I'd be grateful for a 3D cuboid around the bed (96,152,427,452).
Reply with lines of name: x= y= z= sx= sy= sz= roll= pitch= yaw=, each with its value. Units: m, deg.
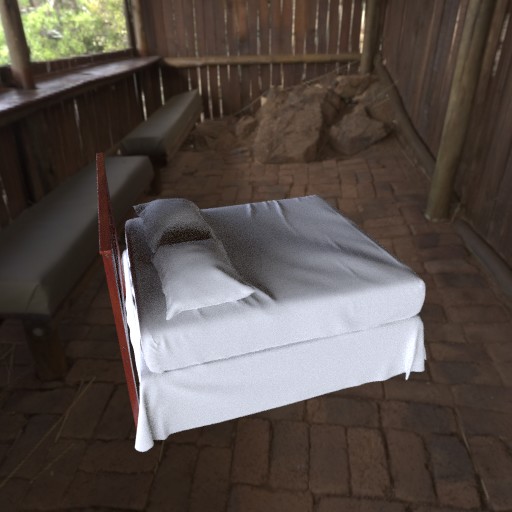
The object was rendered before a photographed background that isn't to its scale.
bed: x=0.000 y=0.000 z=3.281 sx=2.050 sy=1.270 sz=1.870 roll=-9 pitch=31 yaw=-16
